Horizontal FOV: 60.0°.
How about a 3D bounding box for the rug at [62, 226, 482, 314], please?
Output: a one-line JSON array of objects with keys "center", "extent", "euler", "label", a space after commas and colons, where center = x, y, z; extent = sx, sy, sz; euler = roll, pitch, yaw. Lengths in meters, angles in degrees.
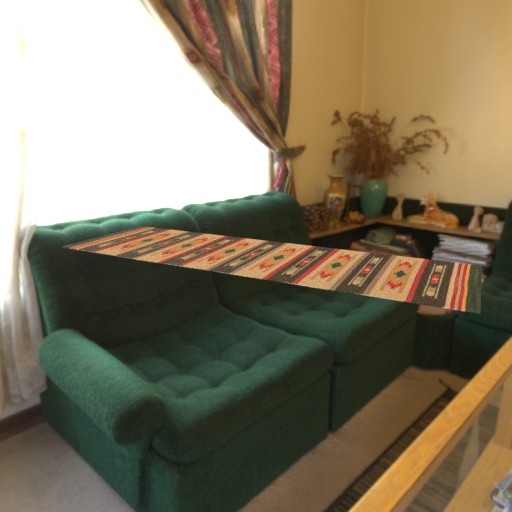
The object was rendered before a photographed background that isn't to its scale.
[{"center": [0.000, 0.000, 2.672], "extent": [2.440, 0.009, 0.760], "euler": [8, 17, 26], "label": "rug"}]
